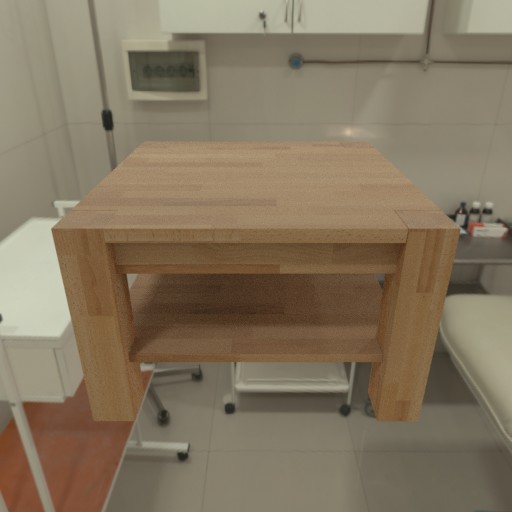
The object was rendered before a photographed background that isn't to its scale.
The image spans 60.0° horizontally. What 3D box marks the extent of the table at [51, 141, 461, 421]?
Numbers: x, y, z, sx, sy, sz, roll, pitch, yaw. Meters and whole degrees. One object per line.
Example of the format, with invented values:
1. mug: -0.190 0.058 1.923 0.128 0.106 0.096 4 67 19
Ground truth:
1. table: 0.000 0.000 1.169 0.700 0.451 0.700 0 26 0
